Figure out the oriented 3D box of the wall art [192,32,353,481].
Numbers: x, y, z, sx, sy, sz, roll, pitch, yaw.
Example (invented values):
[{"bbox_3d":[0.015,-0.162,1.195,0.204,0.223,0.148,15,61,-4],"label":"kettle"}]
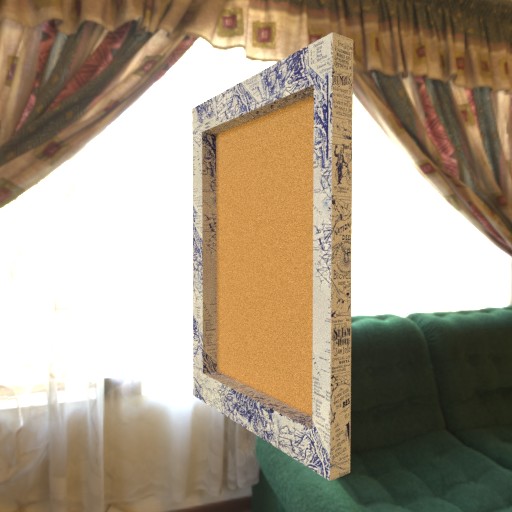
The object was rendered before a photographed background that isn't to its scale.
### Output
[{"bbox_3d":[0.000,0.000,0.770,0.040,0.601,0.408,-1,2,-35],"label":"wall art"}]
